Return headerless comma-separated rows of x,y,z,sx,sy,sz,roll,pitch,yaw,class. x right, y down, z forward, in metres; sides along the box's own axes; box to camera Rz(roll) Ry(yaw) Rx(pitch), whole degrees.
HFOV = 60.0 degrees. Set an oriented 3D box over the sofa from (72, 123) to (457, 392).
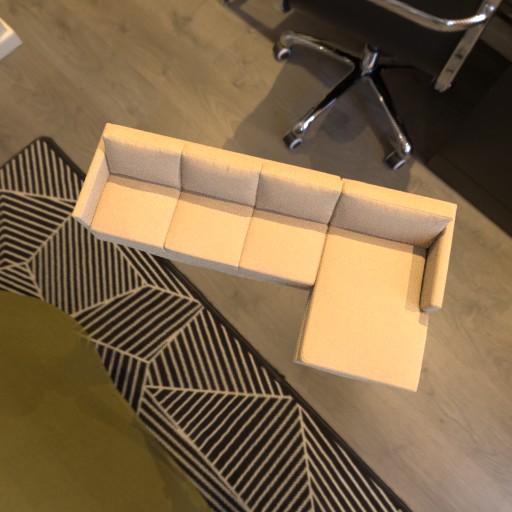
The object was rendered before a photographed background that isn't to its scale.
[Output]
0.000,0.000,3.927,3.206,0.871,1.622,14,76,4,sofa
